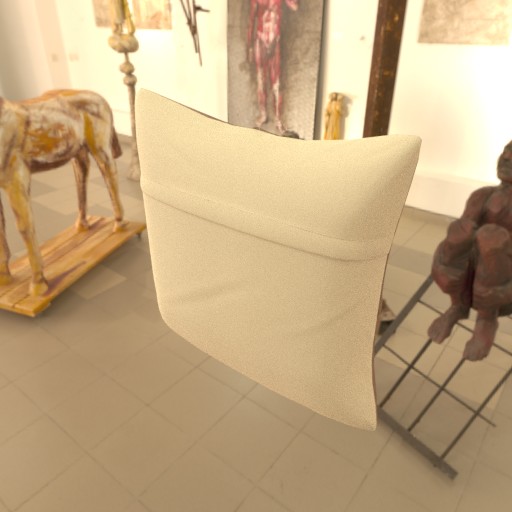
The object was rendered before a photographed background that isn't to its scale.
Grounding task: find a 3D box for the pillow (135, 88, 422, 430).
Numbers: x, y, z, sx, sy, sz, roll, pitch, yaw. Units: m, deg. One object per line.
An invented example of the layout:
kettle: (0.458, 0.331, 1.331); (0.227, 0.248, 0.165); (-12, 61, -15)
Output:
pillow: (0.000, 0.000, 0.713); (0.484, 0.470, 0.192); (21, 36, 32)
